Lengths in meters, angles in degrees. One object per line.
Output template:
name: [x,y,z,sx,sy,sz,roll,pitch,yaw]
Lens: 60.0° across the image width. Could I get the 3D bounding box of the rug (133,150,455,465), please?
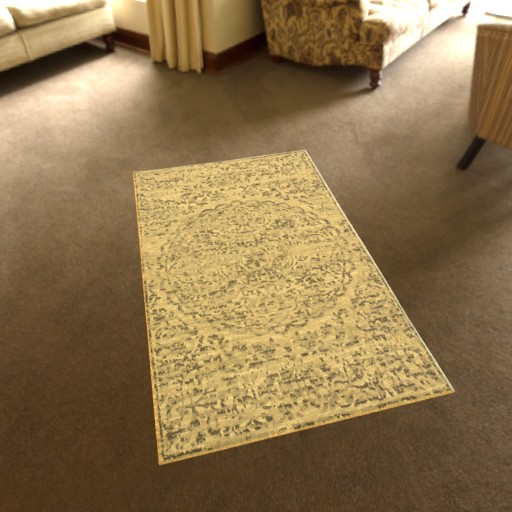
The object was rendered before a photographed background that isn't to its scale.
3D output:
rug: [0.000,0.000,3.018,1.527,0.021,2.447,-10,45,-10]
